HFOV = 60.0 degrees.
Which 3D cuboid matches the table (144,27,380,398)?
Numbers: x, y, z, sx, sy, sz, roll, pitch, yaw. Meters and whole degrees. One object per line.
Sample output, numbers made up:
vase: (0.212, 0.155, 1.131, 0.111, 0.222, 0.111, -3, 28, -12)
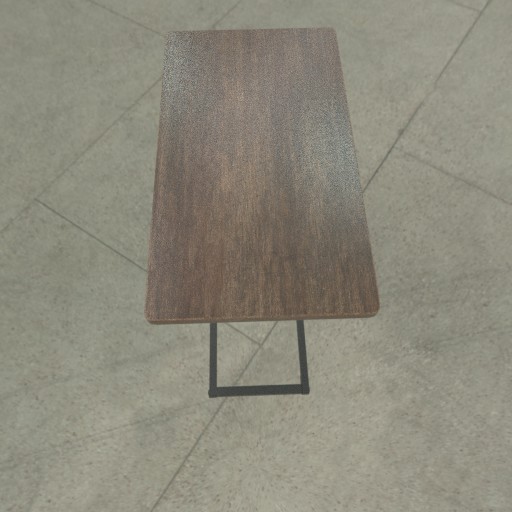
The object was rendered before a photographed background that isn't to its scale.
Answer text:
table: (0.000, 0.000, 0.855, 0.254, 0.637, 0.450, -2, 64, -1)
